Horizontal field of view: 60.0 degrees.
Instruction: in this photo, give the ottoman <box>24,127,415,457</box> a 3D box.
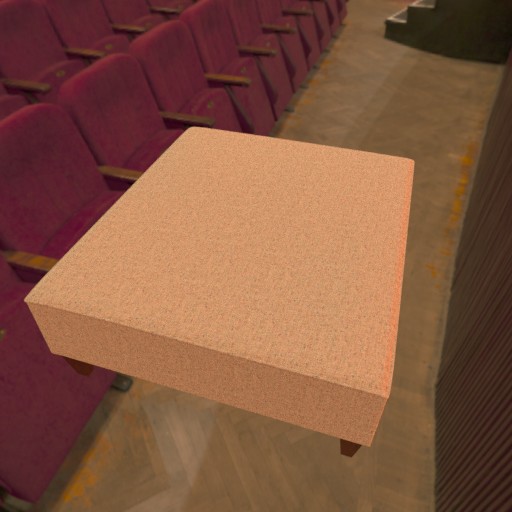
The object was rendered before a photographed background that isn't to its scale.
[{"bbox_3d":[0.000,0.000,1.205,0.736,0.303,0.835,12,43,13],"label":"ottoman"}]
